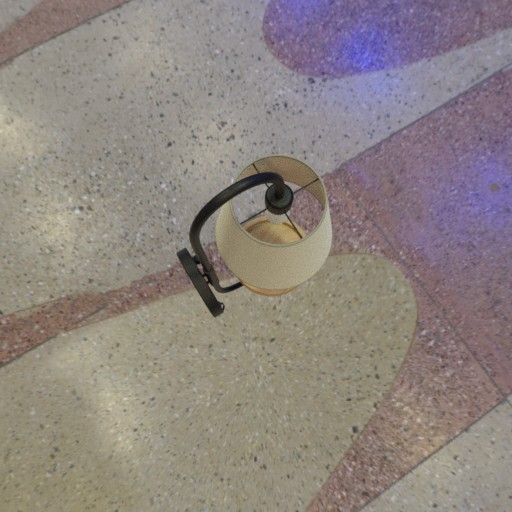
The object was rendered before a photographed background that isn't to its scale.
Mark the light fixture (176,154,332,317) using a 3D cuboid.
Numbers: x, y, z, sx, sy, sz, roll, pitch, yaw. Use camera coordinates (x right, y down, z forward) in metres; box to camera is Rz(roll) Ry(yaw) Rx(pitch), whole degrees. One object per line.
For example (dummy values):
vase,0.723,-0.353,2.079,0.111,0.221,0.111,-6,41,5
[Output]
light fixture,0.000,0.000,0.931,0.299,0.821,0.220,-31,78,-7
